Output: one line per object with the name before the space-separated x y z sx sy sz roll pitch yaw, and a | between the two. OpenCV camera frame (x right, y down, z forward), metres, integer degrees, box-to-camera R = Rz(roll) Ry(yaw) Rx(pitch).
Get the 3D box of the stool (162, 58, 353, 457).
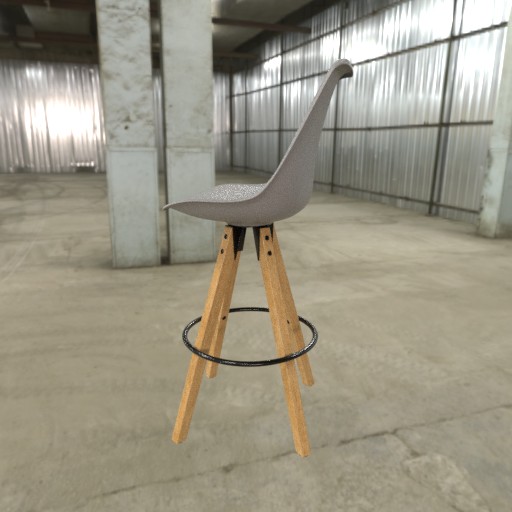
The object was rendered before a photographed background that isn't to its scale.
stool | 0.000 0.000 1.413 0.550 1.115 0.485 2 14 9
